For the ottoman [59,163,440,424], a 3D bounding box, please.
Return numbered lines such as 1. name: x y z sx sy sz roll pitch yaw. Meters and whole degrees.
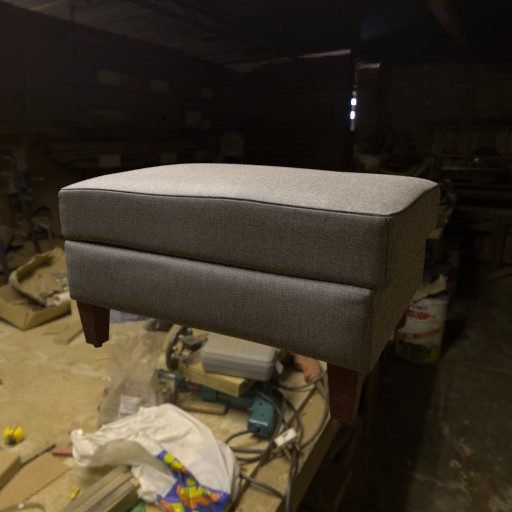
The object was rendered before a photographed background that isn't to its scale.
1. ottoman: 0.000 0.000 1.242 0.873 0.494 0.639 8 17 27
